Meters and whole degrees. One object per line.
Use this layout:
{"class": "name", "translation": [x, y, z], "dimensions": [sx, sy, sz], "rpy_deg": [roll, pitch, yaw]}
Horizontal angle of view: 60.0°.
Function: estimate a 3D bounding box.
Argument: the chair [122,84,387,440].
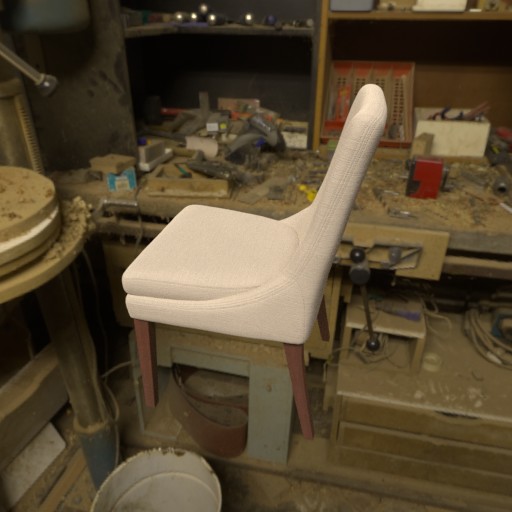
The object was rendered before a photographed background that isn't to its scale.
{"class": "chair", "translation": [0.000, 0.000, 1.331], "dimensions": [0.638, 0.940, 0.515], "rpy_deg": [7, 31, 12]}
